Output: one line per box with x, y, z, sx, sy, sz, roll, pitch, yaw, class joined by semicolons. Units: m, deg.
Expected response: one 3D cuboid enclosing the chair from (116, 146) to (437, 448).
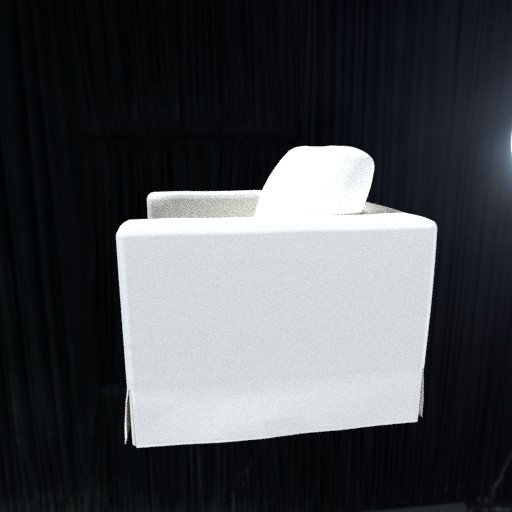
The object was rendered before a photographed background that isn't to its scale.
0.000;0.000;1.819;0.957;0.878;1.150;-2;13;-8;chair
